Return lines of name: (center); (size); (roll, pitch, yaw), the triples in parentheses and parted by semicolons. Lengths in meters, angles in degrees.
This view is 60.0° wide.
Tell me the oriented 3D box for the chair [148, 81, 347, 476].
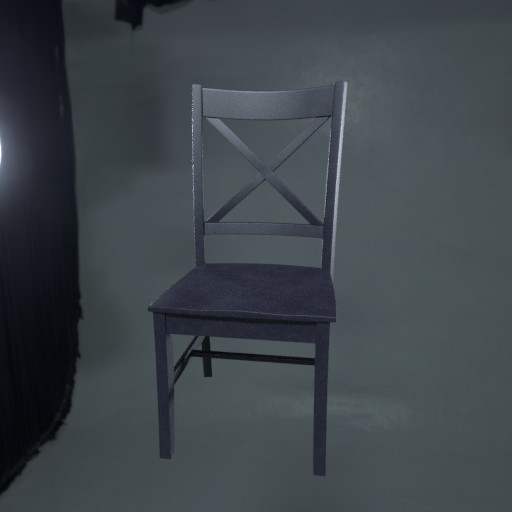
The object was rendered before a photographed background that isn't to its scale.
chair: (0.000, 0.000, 1.263); (0.485, 0.983, 0.542); (2, 14, 9)
